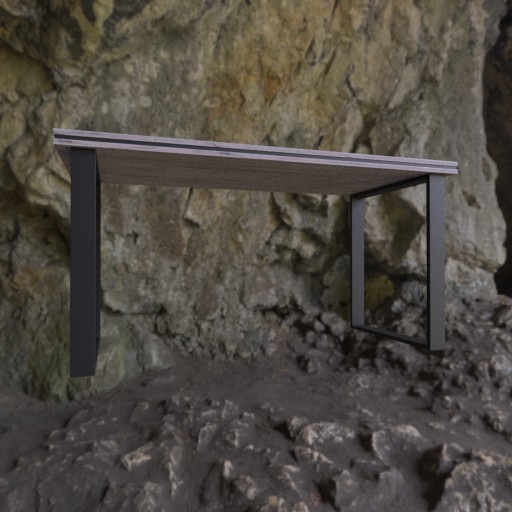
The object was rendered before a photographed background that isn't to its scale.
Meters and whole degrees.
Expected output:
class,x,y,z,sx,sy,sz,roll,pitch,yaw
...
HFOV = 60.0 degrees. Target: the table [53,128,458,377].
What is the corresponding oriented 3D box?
class,x,y,z,sx,sy,sz,roll,pitch,yaw
table,0.000,0.000,2.228,1.778,0.899,0.795,0,-1,-18
